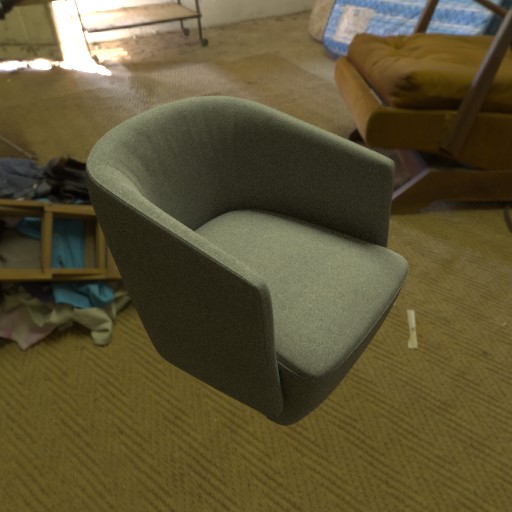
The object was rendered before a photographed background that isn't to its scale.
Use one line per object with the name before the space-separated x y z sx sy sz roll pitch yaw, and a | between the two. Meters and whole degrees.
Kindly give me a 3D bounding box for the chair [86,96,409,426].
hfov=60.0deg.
chair | 0.000 0.000 1.616 0.986 0.861 0.822 26 47 28
